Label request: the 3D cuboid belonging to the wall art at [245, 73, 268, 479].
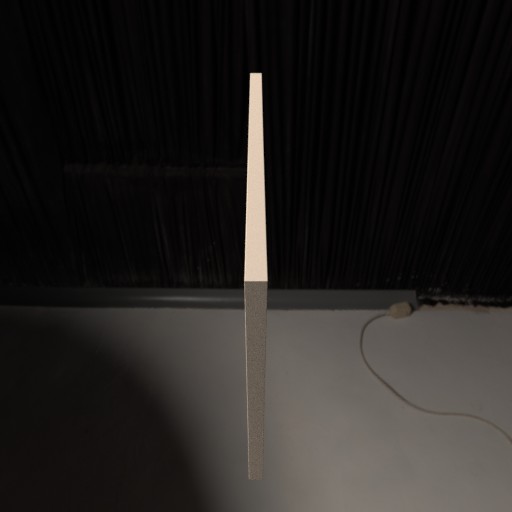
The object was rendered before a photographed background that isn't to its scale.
[{"bbox_3d":[0.000,0.000,1.366,0.038,0.762,1.016,0,41,0],"label":"wall art"}]
